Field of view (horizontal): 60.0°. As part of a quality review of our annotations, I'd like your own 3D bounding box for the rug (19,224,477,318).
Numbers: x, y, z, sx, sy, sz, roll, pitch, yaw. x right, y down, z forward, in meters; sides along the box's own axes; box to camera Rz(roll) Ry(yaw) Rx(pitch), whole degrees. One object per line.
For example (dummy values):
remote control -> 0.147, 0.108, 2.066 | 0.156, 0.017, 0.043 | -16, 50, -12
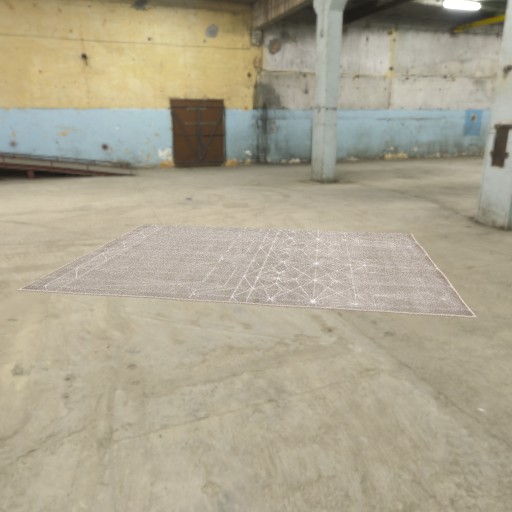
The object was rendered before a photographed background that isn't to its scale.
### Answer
rug -> 0.000, 0.000, 4.341 | 3.357, 0.019, 2.449 | 3, 16, 9
